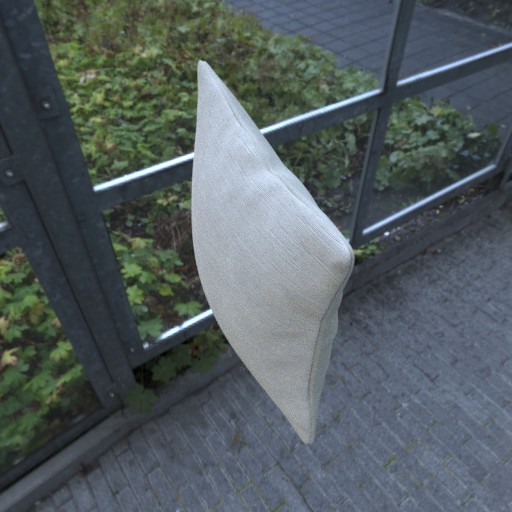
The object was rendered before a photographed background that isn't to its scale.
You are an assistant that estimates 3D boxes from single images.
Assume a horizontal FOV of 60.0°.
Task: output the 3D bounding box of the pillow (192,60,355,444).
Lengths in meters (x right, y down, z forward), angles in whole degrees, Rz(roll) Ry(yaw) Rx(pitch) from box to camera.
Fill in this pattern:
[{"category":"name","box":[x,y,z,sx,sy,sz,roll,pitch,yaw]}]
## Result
[{"category":"pillow","box":[0.000,0.000,0.658,0.162,0.420,0.437,-16,48,-15]}]
